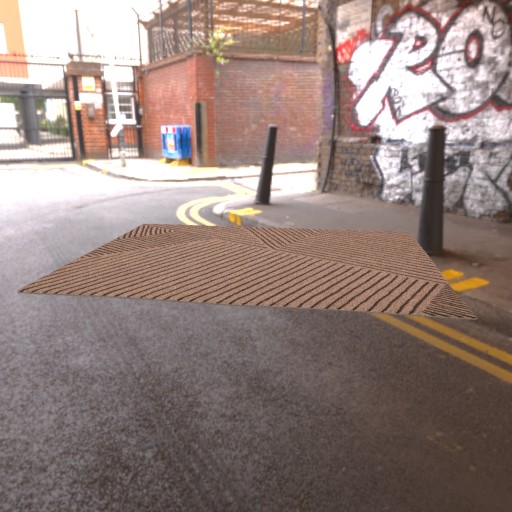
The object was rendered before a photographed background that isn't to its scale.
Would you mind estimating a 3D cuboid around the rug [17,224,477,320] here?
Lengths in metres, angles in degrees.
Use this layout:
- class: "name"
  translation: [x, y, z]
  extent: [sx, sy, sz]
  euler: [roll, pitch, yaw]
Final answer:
- class: "rug"
  translation: [0.000, 0.000, 3.176]
  extent: [2.449, 0.028, 1.829]
  euler: [2, 16, 8]
